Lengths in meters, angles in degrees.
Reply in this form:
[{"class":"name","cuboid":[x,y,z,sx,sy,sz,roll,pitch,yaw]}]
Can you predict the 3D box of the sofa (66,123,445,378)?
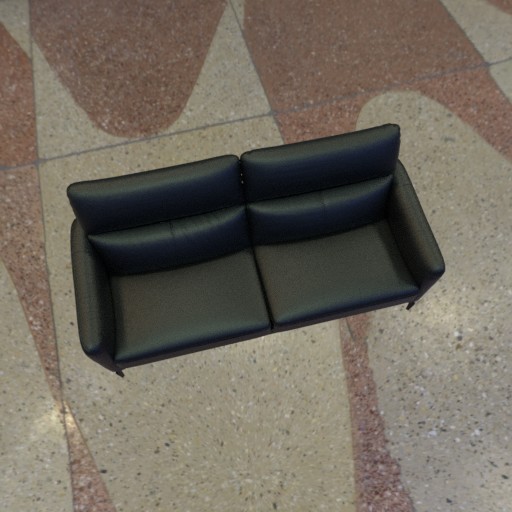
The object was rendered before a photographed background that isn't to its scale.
[{"class":"sofa","cuboid":[0.000,0.000,2.629,2.069,0.957,0.856,-12,64,-6]}]
